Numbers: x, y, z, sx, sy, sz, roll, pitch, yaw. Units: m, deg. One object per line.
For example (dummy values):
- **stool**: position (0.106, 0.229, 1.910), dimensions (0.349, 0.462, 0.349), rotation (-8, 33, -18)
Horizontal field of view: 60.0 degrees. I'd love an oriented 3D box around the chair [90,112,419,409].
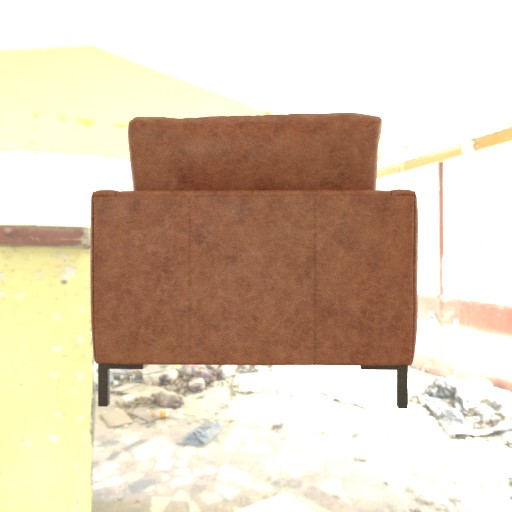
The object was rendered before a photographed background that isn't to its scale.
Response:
- **chair**: position (0.000, 0.000, 1.682), dimensions (0.967, 0.869, 0.862), rotation (0, 0, 1)
